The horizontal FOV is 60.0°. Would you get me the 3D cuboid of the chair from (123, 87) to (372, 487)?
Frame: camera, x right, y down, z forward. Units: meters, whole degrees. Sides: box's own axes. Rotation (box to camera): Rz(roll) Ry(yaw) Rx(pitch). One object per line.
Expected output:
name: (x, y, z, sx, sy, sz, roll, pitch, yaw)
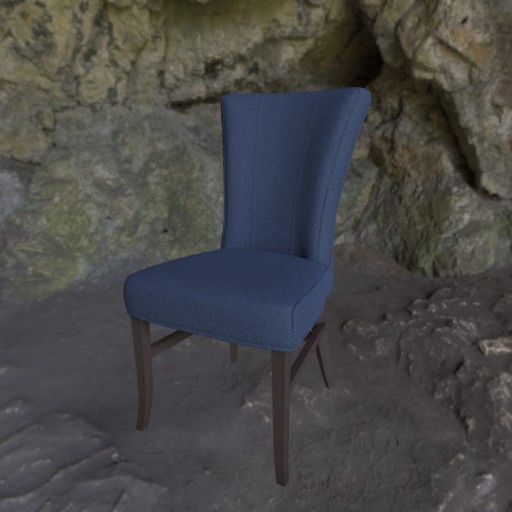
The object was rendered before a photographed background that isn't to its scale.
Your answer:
chair: (0.000, 0.000, 1.353, 0.520, 0.991, 0.660, 8, 17, 27)
